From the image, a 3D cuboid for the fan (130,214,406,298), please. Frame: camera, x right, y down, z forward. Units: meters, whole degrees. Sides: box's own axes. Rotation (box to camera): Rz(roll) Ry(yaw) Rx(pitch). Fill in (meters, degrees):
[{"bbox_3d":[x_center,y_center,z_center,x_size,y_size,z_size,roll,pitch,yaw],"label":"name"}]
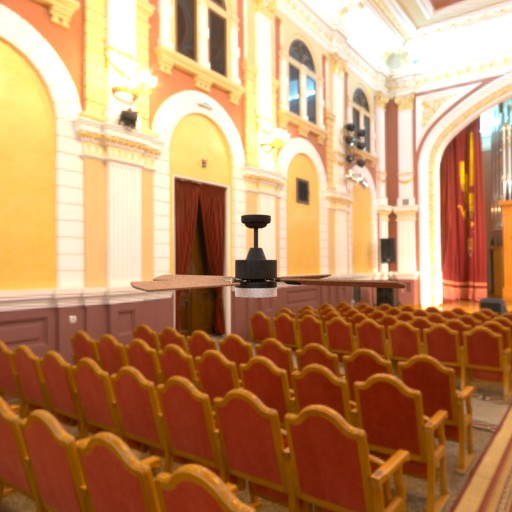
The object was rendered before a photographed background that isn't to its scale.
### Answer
[{"bbox_3d":[0.000,0.000,1.966,1.320,0.355,1.320,-1,-1,37],"label":"fan"}]
